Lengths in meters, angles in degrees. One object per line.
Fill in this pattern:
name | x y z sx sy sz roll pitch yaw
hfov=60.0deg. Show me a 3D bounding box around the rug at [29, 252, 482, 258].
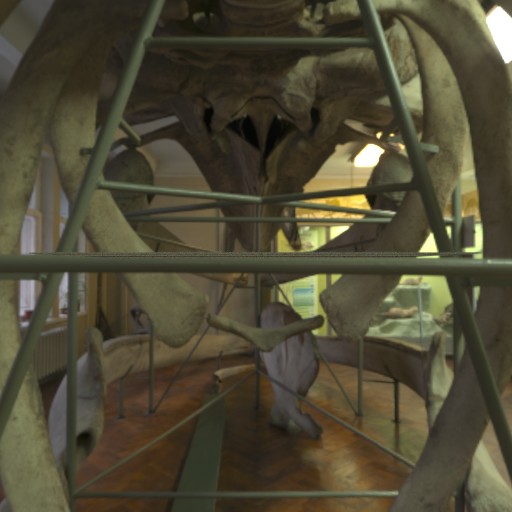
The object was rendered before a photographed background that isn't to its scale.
rug | 0.000 0.000 2.413 1.854 0.006 1.234 0 -1 1
